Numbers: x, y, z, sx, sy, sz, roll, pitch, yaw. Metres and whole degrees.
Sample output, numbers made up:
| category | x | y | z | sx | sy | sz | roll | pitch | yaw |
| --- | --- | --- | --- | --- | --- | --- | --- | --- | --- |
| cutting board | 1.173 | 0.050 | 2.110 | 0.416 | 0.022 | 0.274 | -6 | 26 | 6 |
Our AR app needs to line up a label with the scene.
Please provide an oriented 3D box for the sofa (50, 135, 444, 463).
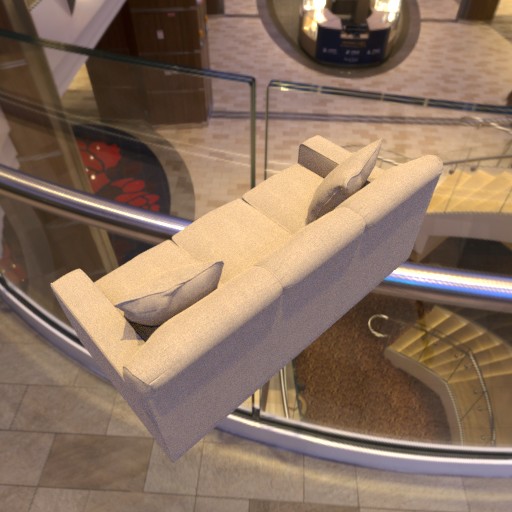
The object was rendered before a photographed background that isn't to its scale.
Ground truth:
| category | x | y | z | sx | sy | sz | roll | pitch | yaw |
| --- | --- | --- | --- | --- | --- | --- | --- | --- | --- |
| sofa | 0.000 | 0.000 | 2.573 | 2.024 | 0.958 | 0.997 | -34 | 56 | -27 |
